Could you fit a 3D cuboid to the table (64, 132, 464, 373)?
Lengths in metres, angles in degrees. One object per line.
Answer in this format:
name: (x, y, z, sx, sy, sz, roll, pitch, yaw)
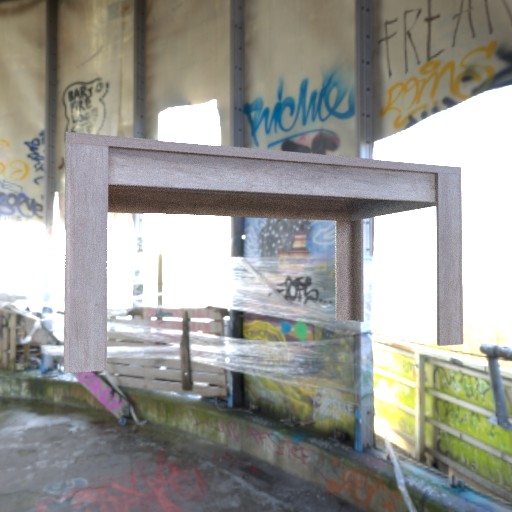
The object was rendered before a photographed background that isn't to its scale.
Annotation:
table: (0.000, 0.000, 2.103, 1.600, 0.775, 0.900, 0, -1, -19)
